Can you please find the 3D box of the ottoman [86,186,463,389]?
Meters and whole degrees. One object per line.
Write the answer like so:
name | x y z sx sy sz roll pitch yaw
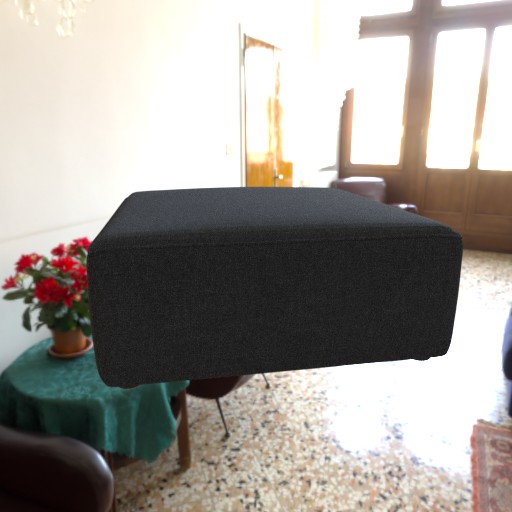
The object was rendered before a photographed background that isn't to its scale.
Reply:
ottoman | 0.000 0.000 1.609 1.000 0.439 1.000 -3 15 -10
